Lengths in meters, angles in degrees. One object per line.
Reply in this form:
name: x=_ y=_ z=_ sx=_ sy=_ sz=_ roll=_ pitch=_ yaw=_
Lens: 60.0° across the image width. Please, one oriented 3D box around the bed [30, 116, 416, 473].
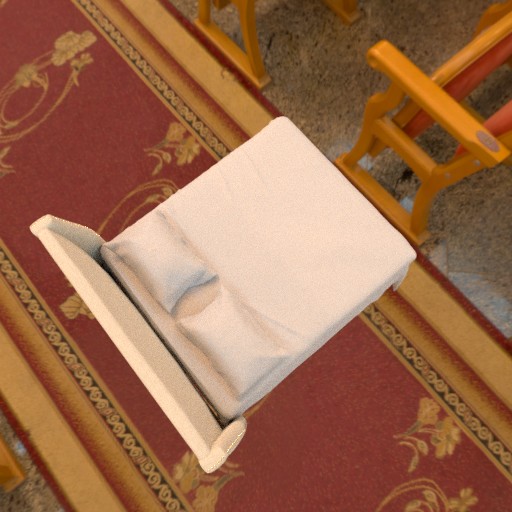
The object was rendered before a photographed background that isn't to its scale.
bed: x=0.000 y=0.000 z=3.476 sx=2.276 sy=1.332 sz=1.925 roll=-38 pitch=78 yaw=-10
